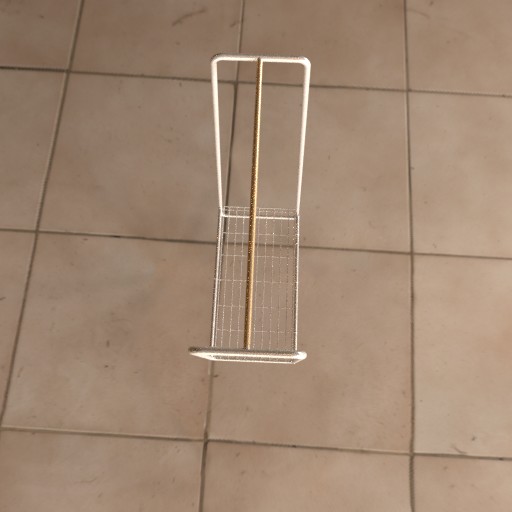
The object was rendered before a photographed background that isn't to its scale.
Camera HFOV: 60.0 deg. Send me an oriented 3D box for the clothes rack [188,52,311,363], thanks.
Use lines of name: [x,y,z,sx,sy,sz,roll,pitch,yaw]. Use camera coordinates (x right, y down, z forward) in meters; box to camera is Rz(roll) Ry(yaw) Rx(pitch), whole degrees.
clothes rack: [0.000,0.000,1.964,0.495,1.500,0.900,2,76,1]
